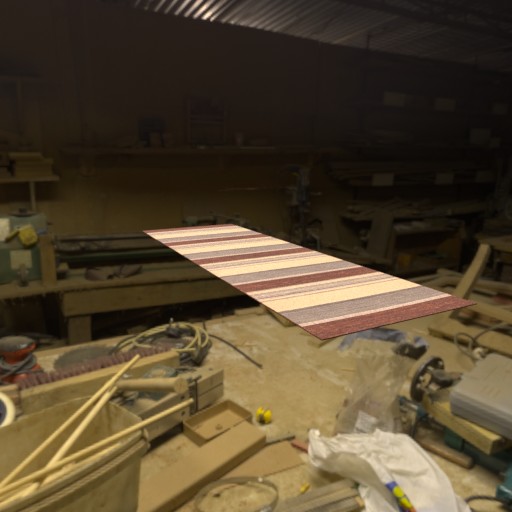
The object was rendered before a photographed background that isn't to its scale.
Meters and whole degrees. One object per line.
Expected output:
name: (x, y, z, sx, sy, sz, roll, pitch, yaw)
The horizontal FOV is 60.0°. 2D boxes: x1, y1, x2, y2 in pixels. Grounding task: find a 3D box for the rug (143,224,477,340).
rug: (0.000, 0.000, 2.712, 0.792, 0.006, 2.437, -7, 15, -27)
